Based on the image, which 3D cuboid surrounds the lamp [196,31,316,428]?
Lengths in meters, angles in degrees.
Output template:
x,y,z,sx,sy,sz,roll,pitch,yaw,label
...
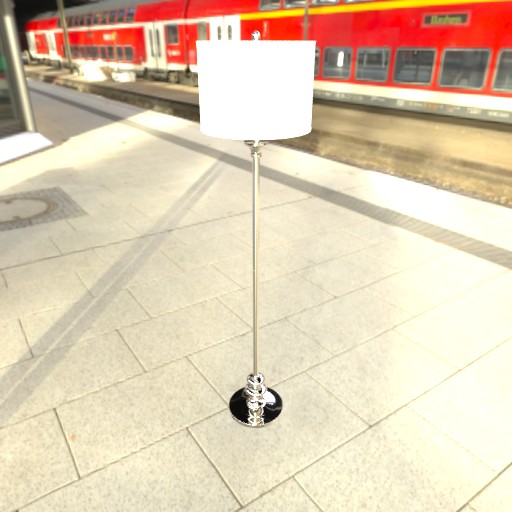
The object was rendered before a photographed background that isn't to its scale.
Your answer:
x,y,z,sx,sy,sz,roll,pitch,yaw,label
0.000,0.000,1.643,0.356,1.487,0.356,-18,31,-32,lamp
